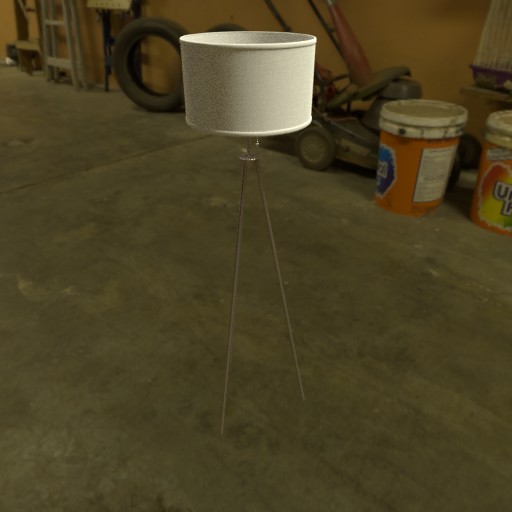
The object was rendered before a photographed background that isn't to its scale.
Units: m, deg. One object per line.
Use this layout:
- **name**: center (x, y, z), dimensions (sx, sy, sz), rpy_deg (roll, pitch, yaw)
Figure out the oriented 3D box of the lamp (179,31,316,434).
- **lamp**: center (0.000, 0.000, 1.737), dimensions (0.458, 1.545, 0.448), rpy_deg (-1, 31, -2)
